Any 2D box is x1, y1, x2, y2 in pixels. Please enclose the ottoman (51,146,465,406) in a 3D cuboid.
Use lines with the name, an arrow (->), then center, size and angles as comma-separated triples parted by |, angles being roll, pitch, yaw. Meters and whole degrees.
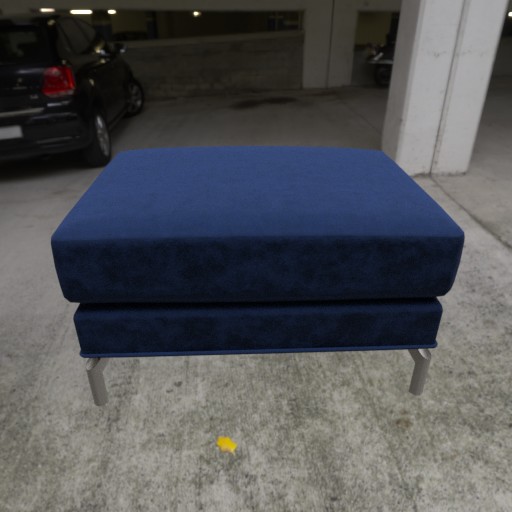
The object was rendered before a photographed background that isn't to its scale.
ottoman -> 0.000, 0.000, 1.208 | 0.835, 0.498, 0.587 | -1, 29, -2
